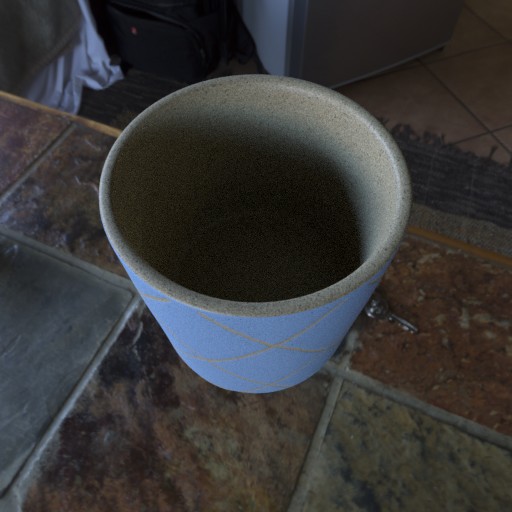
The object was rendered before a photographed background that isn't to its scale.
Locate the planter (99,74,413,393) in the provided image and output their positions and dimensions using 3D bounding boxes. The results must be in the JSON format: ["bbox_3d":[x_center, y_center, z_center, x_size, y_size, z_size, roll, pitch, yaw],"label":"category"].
[{"bbox_3d":[0.000,0.000,0.424,0.227,0.235,0.227,0,59,0],"label":"planter"}]
